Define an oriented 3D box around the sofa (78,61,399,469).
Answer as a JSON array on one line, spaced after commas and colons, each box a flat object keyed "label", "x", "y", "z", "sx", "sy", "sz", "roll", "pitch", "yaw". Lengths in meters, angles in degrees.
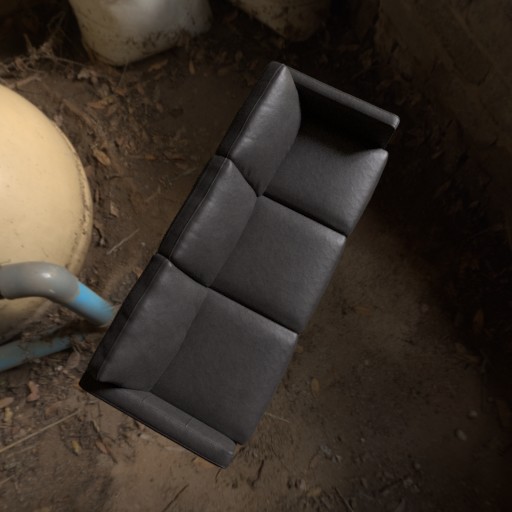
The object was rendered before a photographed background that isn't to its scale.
[{"label": "sofa", "x": 0.000, "y": 0.000, "z": 3.035, "sx": 1.045, "sy": 1.006, "sz": 2.464, "roll": 27, "pitch": 77, "yaw": 7}]
